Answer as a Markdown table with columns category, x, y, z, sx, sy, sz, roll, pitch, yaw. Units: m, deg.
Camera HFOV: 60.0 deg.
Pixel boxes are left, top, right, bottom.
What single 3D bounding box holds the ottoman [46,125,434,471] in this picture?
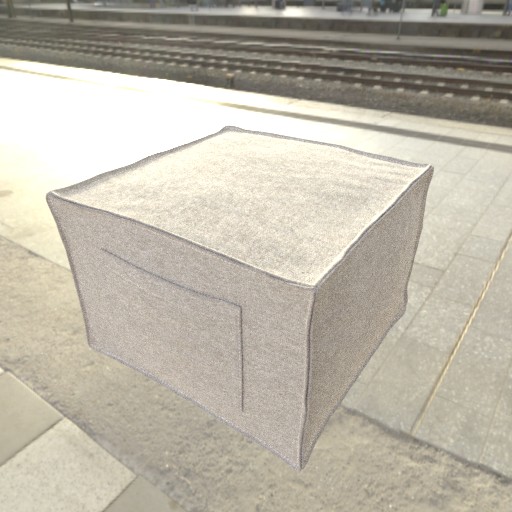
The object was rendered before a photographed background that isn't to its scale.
| category | x | y | z | sx | sy | sz | roll | pitch | yaw |
| --- | --- | --- | --- | --- | --- | --- | --- | --- | --- |
| ottoman | 0.000 | 0.000 | 1.168 | 0.707 | 0.470 | 0.696 | 19 | 36 | 28 |
